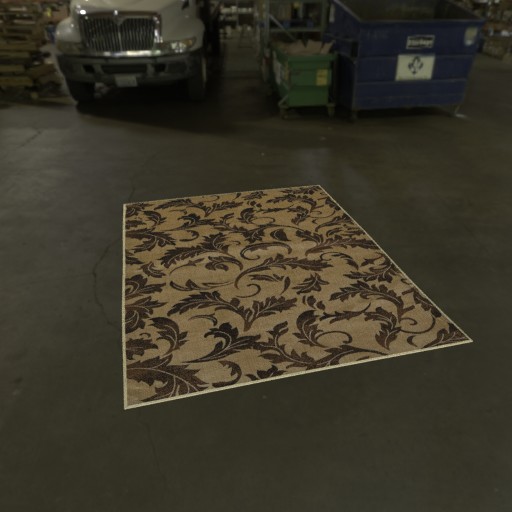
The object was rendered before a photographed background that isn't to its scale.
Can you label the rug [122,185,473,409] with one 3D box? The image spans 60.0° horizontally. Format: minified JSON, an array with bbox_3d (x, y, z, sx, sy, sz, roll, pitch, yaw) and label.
[{"bbox_3d":[0.000,0.000,4.077,2.380,0.008,2.977,-8,32,-12],"label":"rug"}]
